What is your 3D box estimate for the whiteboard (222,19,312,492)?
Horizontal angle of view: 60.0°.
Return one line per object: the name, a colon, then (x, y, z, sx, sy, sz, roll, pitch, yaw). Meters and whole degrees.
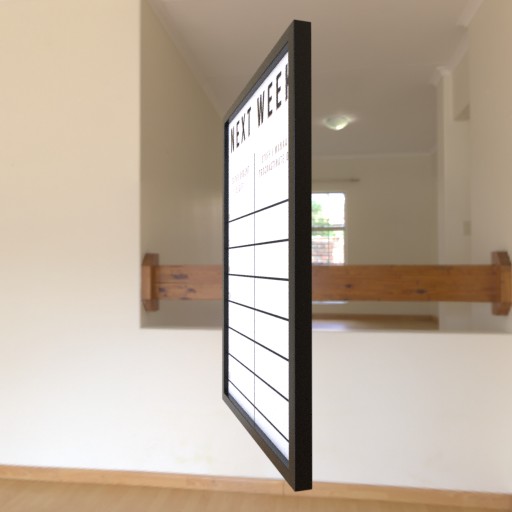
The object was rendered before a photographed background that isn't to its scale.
whiteboard: (0.000, 0.000, 0.768, 0.026, 0.611, 0.406, 0, -1, -17)
